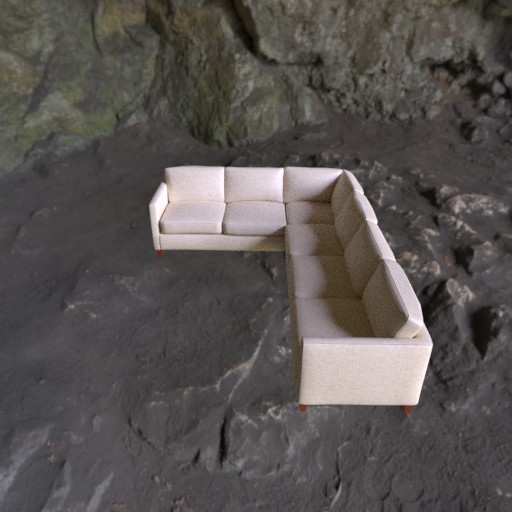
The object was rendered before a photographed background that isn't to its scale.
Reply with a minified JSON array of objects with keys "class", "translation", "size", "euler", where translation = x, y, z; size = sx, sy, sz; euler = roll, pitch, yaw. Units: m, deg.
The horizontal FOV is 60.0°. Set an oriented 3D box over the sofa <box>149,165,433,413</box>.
[{"class":"sofa","translation":[0.000,0.000,4.588],"size":[2.593,0.947,3.302],"euler":[1,30,1]}]
